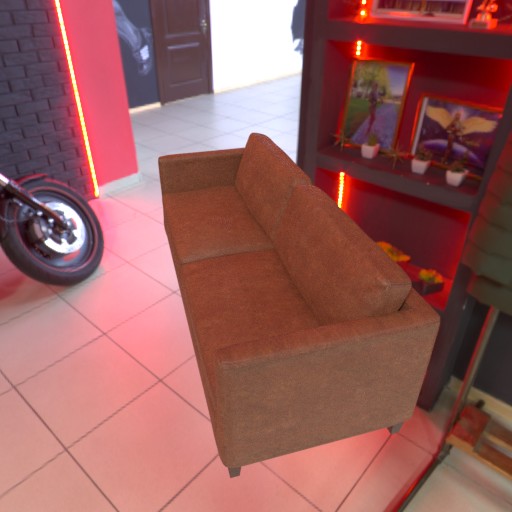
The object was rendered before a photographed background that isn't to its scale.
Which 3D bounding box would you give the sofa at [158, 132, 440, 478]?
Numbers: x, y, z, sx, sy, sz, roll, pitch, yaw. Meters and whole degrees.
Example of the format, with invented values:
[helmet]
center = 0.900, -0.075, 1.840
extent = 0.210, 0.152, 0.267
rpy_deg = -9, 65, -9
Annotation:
[sofa]
center = 0.000, 0.000, 2.695
extent = 0.950, 0.932, 2.204
rpy_deg = -9, 34, -13
